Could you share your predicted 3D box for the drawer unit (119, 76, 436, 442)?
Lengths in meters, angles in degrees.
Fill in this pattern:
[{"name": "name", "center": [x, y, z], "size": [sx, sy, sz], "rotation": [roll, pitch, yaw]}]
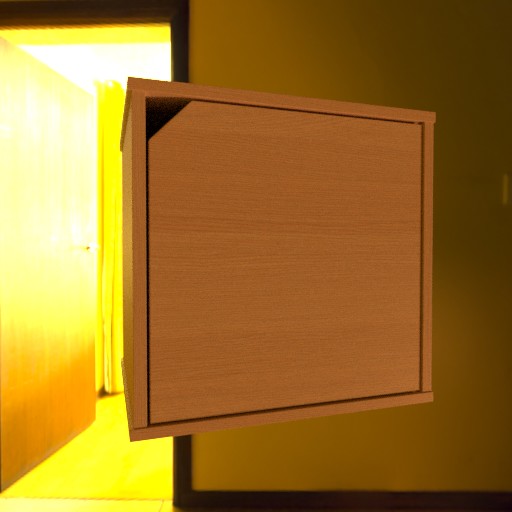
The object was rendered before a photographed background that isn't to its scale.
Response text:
[{"name": "drawer unit", "center": [0.000, 0.000, 0.608], "size": [0.349, 0.344, 0.290], "rotation": [0, 1, -19]}]
